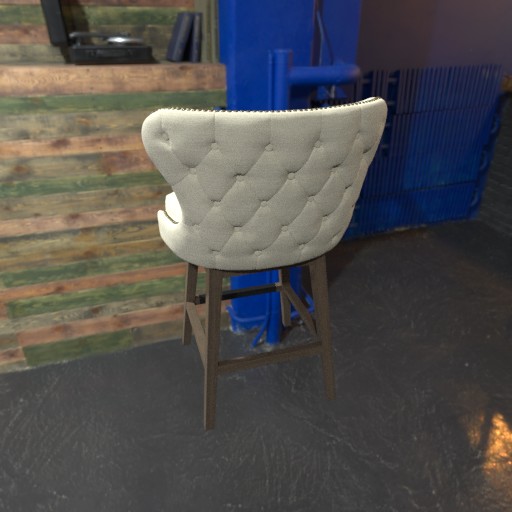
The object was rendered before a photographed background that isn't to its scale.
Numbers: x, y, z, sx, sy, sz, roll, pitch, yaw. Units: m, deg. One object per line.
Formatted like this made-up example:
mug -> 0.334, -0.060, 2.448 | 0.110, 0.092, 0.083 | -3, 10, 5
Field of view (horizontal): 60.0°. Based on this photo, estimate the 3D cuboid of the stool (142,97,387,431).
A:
stool -> 0.000, 0.000, 1.379 | 0.615, 0.972, 0.597 | -8, 29, -15
